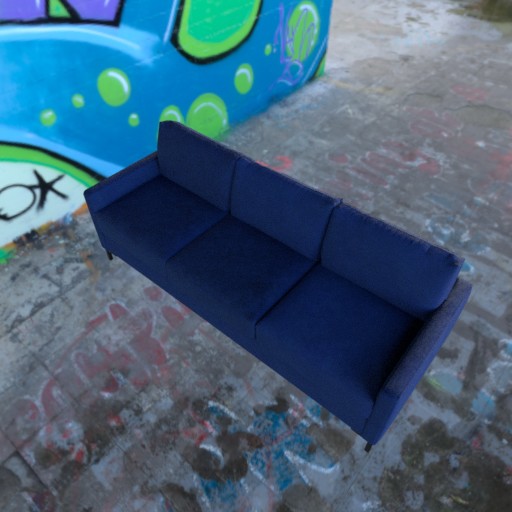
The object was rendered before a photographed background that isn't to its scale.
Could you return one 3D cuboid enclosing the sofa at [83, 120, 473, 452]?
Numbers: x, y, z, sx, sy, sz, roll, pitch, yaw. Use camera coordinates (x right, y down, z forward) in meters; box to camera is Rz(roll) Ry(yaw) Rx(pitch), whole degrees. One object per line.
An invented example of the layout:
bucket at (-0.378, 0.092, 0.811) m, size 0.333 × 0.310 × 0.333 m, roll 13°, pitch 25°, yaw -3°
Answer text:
sofa at (0.000, 0.000, 2.686) m, size 2.252 × 0.879 × 0.875 m, roll 31°, pitch 53°, yaw 27°
